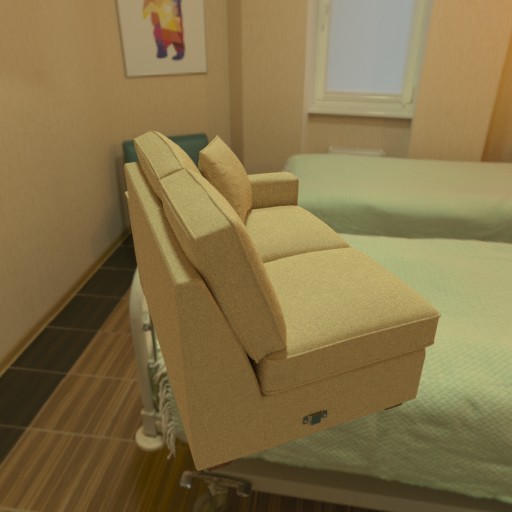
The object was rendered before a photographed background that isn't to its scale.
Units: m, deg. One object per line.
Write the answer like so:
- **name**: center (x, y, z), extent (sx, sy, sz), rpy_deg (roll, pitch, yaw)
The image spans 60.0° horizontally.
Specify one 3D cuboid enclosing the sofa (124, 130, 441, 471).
- **sofa**: center (0.000, 0.000, 2.046), extent (0.991, 0.989, 1.388), rpy_deg (-10, 30, -18)
